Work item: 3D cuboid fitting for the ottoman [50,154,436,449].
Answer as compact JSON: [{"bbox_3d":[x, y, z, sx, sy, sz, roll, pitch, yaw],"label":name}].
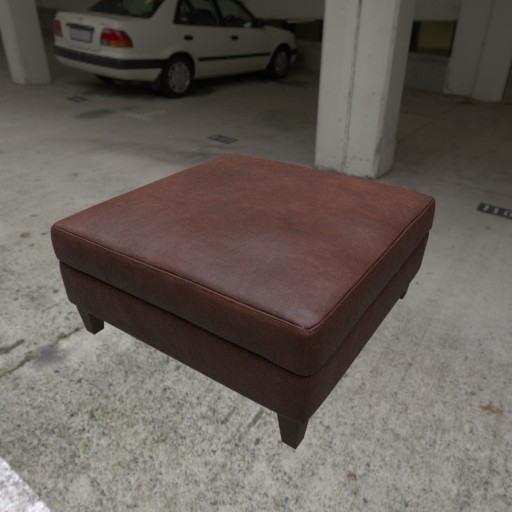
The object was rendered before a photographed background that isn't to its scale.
[{"bbox_3d":[0.000,0.000,1.357,0.836,0.415,0.844,19,34,30],"label":"ottoman"}]
